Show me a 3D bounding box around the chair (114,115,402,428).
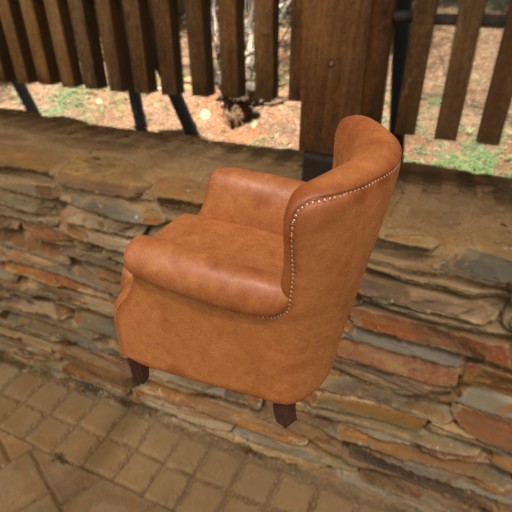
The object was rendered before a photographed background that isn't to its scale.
[{"bbox_3d":[0.000,0.000,1.673,0.921,0.936,0.861,10,32,16],"label":"chair"}]
